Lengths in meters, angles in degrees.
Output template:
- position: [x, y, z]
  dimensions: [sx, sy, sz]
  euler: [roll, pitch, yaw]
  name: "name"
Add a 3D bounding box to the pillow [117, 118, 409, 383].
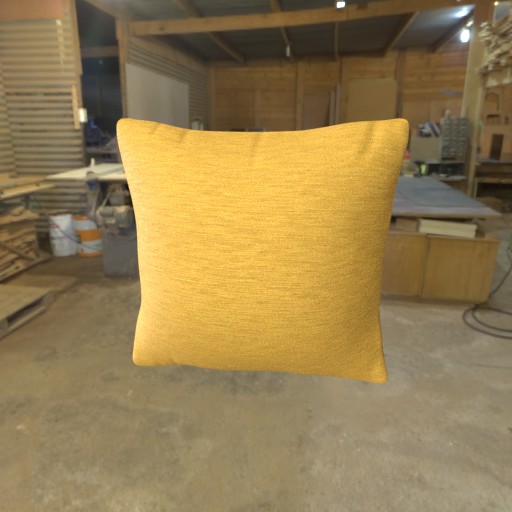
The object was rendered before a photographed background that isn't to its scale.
- position: [0.000, 0.000, 0.702]
  dimensions: [0.435, 0.417, 0.247]
  euler: [2, 17, 8]
  name: "pillow"
